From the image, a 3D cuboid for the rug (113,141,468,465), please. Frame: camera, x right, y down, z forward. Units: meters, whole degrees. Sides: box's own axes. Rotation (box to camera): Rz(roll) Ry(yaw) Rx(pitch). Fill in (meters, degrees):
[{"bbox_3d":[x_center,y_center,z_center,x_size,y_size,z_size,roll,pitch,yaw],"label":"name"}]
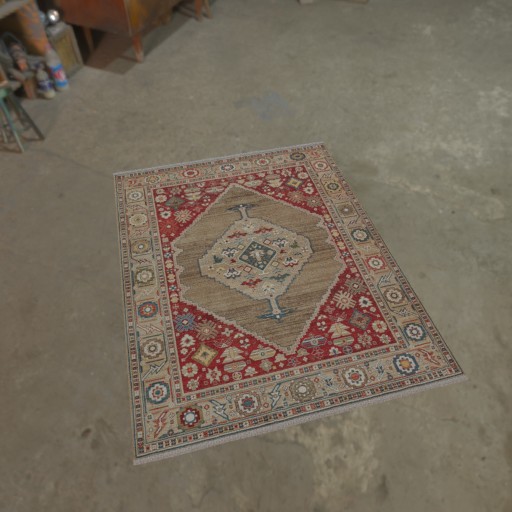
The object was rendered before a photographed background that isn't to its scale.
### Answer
[{"bbox_3d":[0.000,0.000,4.082,2.451,0.008,3.143,-11,50,-9],"label":"rug"}]
